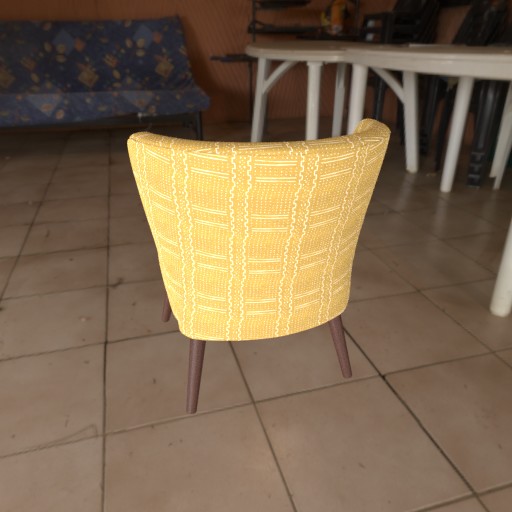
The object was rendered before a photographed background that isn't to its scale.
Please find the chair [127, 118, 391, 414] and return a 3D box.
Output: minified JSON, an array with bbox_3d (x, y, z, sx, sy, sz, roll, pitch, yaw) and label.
[{"bbox_3d":[0.000,0.000,1.420,0.706,0.866,0.758,-8,28,-15],"label":"chair"}]
